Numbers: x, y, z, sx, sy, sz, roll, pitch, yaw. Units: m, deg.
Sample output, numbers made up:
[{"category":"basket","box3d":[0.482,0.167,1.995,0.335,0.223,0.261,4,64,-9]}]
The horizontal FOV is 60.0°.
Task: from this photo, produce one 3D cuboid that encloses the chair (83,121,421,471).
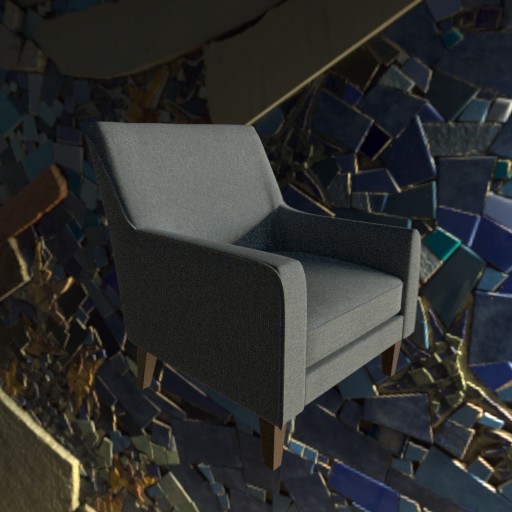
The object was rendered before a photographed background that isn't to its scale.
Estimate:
[{"category":"chair","box3d":[0.000,0.000,1.577,0.899,0.919,0.780,14,20,42]}]
